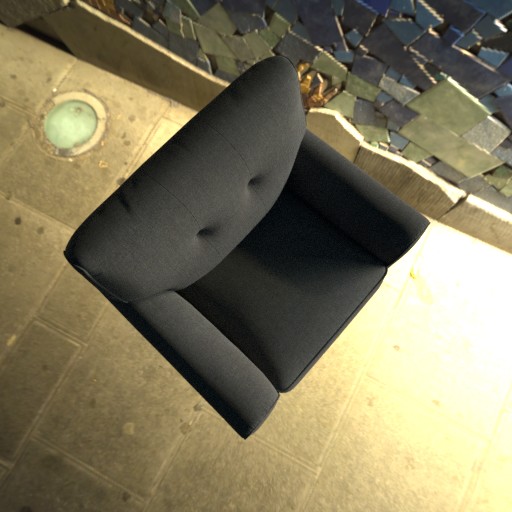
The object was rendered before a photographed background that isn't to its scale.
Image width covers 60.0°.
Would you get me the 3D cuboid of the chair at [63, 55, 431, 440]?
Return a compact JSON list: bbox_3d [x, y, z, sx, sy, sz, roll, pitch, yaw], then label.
[{"bbox_3d":[0.000,0.000,1.596,0.816,0.890,0.941,41,79,10],"label":"chair"}]
